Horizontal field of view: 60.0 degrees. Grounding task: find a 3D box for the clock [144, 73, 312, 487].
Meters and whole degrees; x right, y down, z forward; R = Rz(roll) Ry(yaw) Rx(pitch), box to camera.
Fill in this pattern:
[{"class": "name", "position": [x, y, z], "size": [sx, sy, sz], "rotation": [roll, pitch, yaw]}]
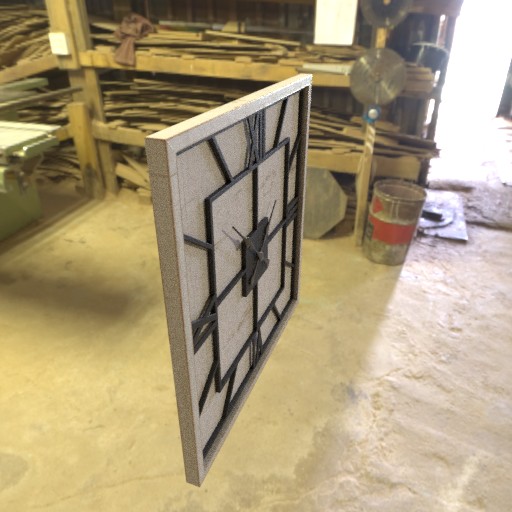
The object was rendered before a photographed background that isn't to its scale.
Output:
[{"class": "clock", "position": [0.000, 0.000, 1.021], "size": [0.032, 0.705, 0.705], "rotation": [11, 31, 19]}]
